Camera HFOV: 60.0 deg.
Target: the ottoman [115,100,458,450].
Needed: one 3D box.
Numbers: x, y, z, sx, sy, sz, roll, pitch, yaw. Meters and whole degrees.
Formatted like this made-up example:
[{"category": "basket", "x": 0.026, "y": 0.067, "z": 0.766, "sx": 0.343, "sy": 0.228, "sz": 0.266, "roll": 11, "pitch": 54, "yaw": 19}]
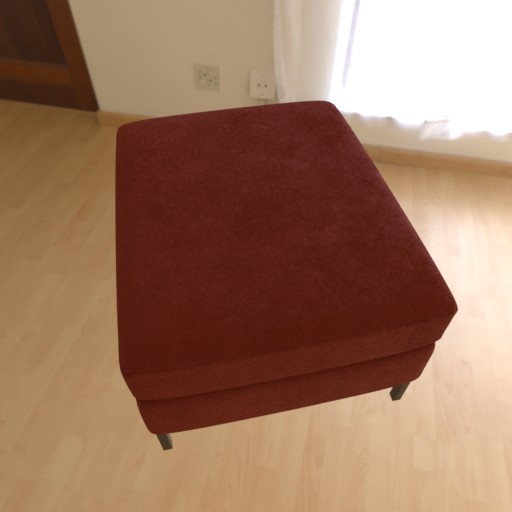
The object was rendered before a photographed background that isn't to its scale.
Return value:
[{"category": "ottoman", "x": 0.000, "y": 0.000, "z": 1.172, "sx": 0.650, "sy": 0.462, "sz": 0.782, "roll": -9, "pitch": 50, "yaw": -8}]
